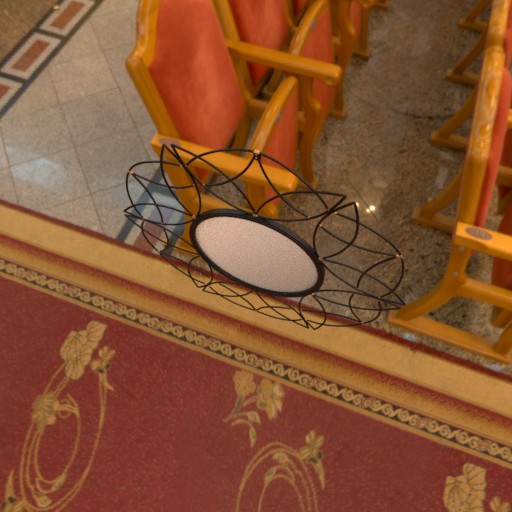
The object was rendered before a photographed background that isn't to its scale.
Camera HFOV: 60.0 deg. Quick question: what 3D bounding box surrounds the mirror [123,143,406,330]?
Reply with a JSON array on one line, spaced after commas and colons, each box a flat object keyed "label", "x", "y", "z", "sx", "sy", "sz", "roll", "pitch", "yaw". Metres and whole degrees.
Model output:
[{"label": "mirror", "x": 0.000, "y": 0.000, "z": 1.181, "sx": 0.797, "sy": 0.775, "sz": 0.028, "roll": 18, "pitch": 61, "yaw": 10}]
